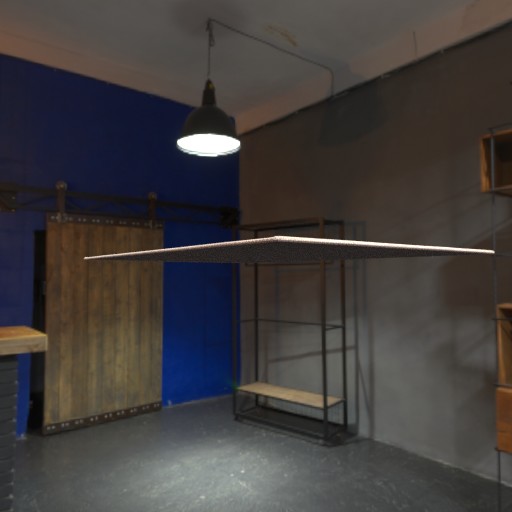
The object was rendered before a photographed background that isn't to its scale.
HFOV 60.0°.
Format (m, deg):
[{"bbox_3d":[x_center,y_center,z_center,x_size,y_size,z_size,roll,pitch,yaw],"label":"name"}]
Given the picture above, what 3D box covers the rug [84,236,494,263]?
[{"bbox_3d":[0.000,0.000,2.287,1.225,0.015,1.840,2,-3,-37],"label":"rug"}]
